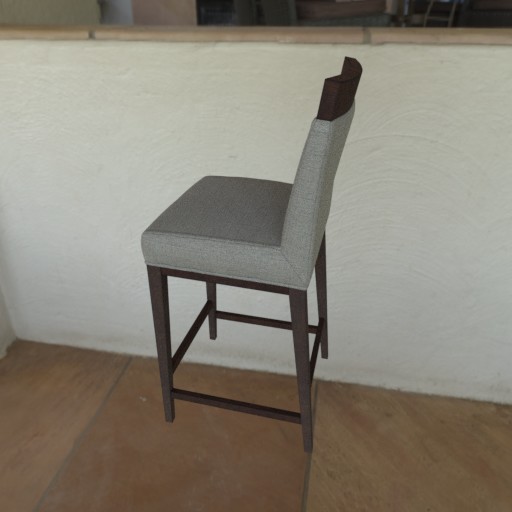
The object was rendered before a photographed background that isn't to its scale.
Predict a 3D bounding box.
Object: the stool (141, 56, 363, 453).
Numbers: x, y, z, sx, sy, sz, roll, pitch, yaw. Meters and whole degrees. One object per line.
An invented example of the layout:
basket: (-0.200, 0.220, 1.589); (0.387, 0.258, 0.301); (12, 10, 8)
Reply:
stool: (0.000, 0.000, 1.393); (0.531, 1.117, 0.511); (7, 30, 13)
